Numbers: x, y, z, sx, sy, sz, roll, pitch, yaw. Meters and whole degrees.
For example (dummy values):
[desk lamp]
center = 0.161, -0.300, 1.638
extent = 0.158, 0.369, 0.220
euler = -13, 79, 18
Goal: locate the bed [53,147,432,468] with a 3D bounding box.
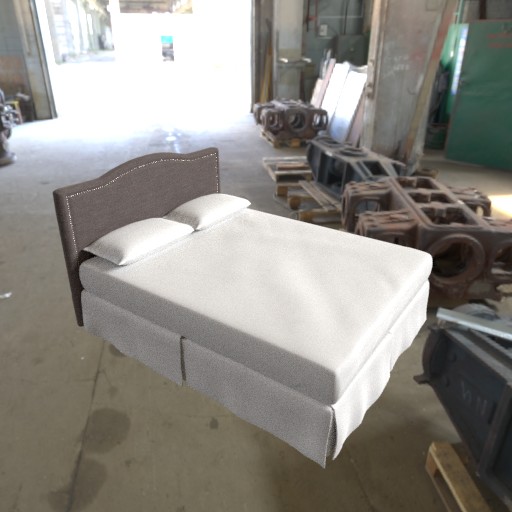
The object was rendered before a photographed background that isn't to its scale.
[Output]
[bed]
center = 0.000, 0.000, 3.955
extent = 2.689, 1.457, 2.161
euler = 17, 31, 31
